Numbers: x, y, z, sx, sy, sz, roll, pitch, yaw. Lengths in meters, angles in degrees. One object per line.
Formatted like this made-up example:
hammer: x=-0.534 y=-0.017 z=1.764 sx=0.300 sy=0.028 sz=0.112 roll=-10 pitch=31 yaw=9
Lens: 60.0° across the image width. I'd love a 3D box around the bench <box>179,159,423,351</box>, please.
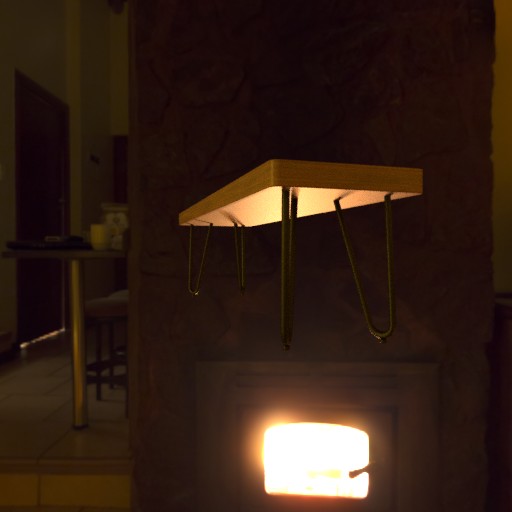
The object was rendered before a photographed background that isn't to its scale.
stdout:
bench: x=0.000 y=0.000 z=1.827 sx=0.425 sy=0.462 sz=1.570 roll=0 pitch=1 yaw=-18
